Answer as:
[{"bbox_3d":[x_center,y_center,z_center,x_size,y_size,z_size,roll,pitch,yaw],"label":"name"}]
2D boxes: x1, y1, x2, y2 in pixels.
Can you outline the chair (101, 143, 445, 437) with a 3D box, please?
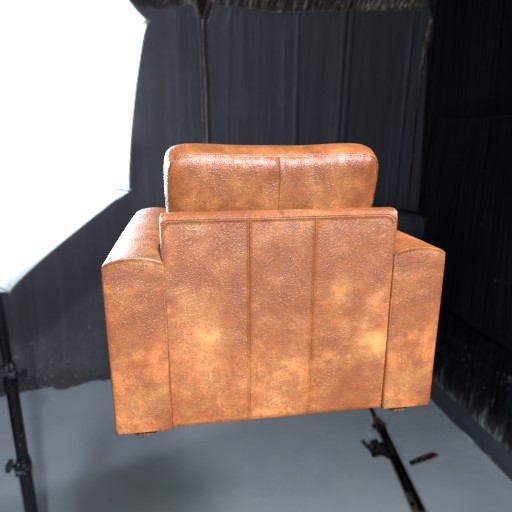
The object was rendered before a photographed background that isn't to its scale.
[{"bbox_3d":[0.000,0.000,1.764,1.005,0.873,1.016,-2,15,-9],"label":"chair"}]
